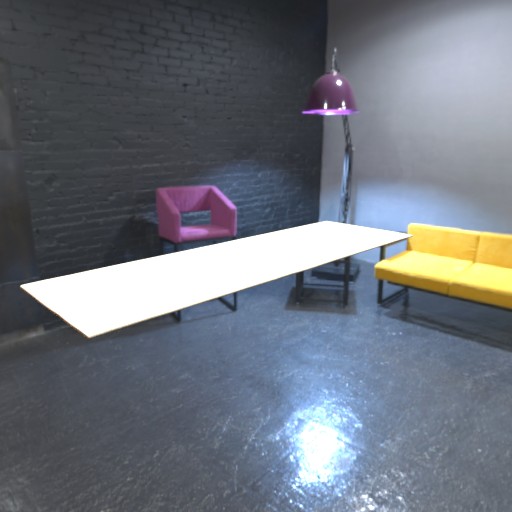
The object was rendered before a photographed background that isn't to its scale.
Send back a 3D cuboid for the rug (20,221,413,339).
[{"bbox_3d":[0.000,0.000,2.696,2.450,0.014,0.793,-14,21,-42],"label":"rug"}]
